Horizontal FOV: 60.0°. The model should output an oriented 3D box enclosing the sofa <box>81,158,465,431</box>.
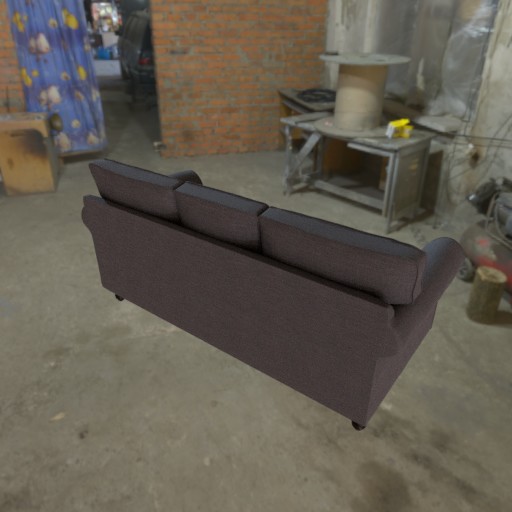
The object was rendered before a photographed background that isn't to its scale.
[{"bbox_3d":[0.000,0.000,2.600,2.084,0.966,0.909,20,35,32],"label":"sofa"}]
